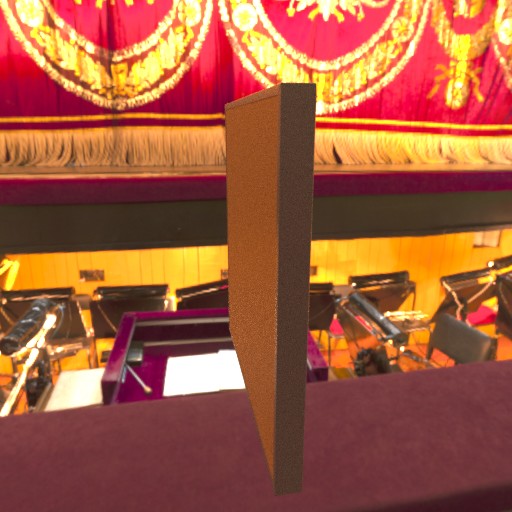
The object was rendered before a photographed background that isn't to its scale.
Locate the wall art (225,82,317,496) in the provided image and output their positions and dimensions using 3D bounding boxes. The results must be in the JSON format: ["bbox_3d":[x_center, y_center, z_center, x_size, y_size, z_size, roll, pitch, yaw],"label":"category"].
[{"bbox_3d":[0.000,0.000,0.517,0.028,0.349,0.349,-3,17,-10],"label":"wall art"}]
